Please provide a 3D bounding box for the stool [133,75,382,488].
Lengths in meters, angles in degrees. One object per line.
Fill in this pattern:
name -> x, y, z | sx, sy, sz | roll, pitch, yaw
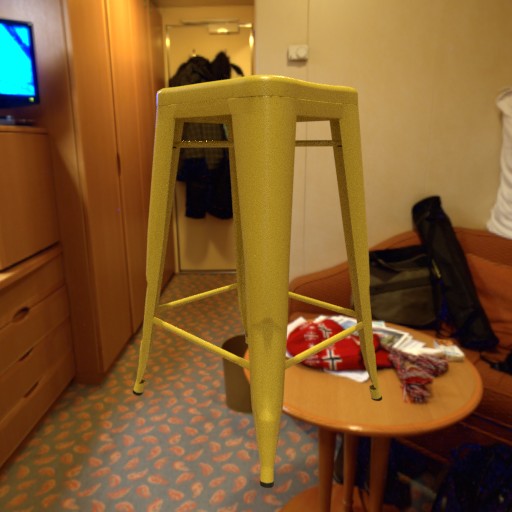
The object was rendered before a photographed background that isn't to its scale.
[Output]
stool -> 0.000, 0.000, 0.859 | 0.399, 0.609, 0.359 | 13, 19, 42
